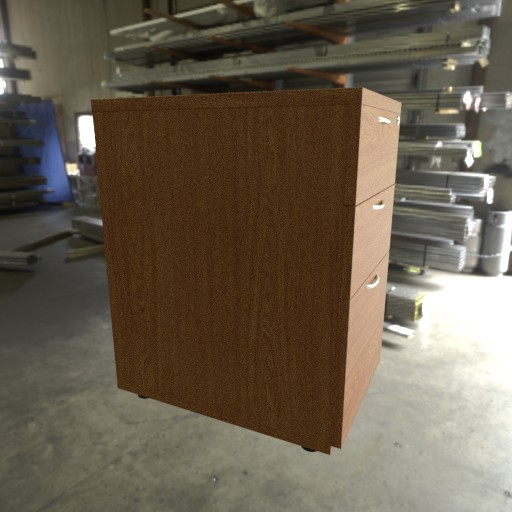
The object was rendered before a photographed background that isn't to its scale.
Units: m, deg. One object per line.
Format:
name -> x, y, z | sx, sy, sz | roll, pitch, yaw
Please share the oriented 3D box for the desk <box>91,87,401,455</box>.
desk -> 0.000, 0.000, 1.103 | 0.600, 0.730, 0.404 | 7, 17, 25
